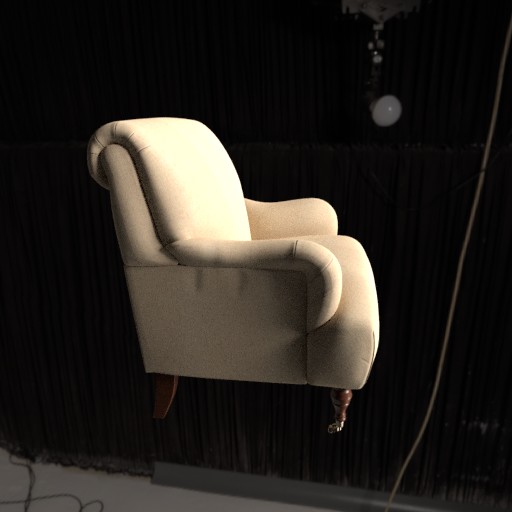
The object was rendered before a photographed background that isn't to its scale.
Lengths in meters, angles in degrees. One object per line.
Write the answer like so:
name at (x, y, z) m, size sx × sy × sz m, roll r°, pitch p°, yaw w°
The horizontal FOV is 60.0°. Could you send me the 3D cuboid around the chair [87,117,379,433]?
chair at (0.000, 0.000, 1.585) m, size 0.842 × 0.944 × 0.766 m, roll 3°, pitch 18°, yaw 8°
